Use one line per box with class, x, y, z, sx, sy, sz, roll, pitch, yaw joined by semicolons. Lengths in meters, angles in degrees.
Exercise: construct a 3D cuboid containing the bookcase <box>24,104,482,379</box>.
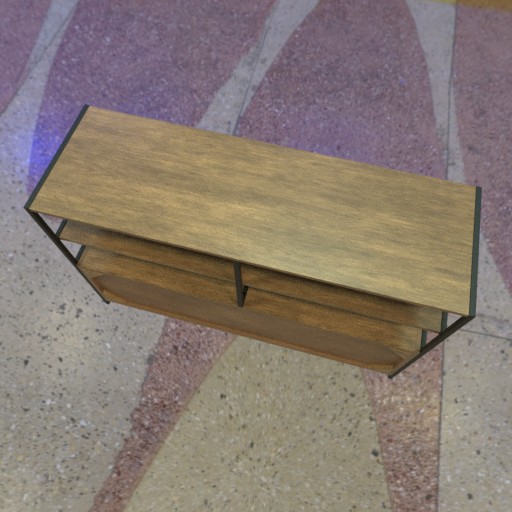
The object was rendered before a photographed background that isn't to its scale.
bookcase;0.000;0.000;1.486;1.149;0.712;0.391;14;64;7
